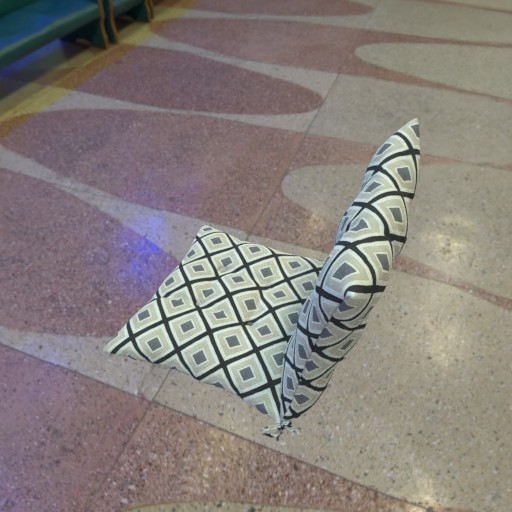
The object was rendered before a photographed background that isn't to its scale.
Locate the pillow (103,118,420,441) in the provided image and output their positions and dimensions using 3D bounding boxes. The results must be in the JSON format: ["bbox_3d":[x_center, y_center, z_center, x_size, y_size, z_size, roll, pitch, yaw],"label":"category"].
[{"bbox_3d":[0.000,0.000,0.988,0.585,0.536,0.541,18,49,16],"label":"pillow"}]
